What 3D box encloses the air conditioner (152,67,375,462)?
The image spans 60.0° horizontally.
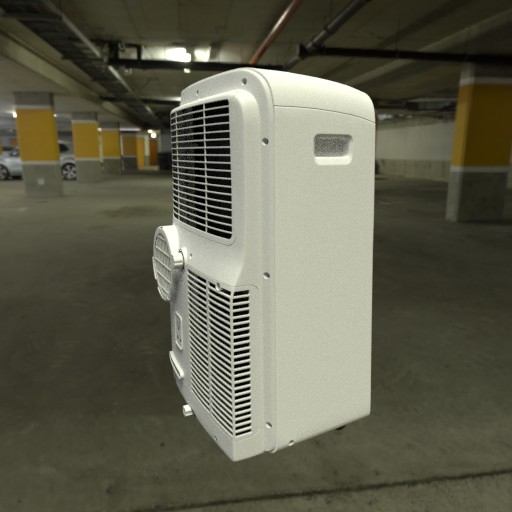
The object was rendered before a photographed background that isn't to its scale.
[{"bbox_3d":[0.000,0.000,0.960,0.365,0.700,0.454,-6,15,-26],"label":"air conditioner"}]
